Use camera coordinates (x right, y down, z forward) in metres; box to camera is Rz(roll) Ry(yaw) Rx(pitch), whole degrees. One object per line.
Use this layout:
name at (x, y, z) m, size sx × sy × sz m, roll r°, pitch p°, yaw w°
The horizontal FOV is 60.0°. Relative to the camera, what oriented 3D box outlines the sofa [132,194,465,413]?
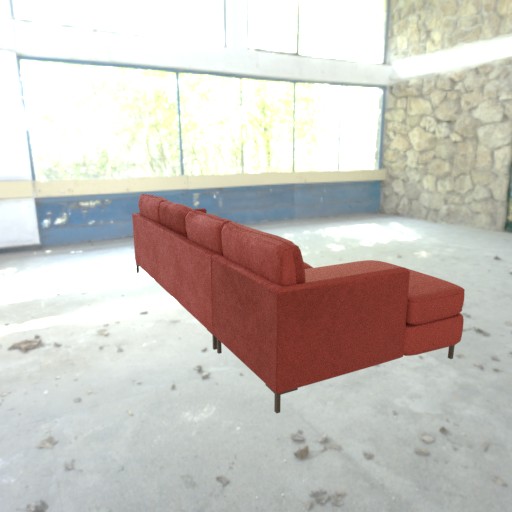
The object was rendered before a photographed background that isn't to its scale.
sofa at (0.000, 0.000, 4.140) m, size 1.500 × 0.967 × 3.400 m, roll -7°, pitch 15°, yaw -27°
